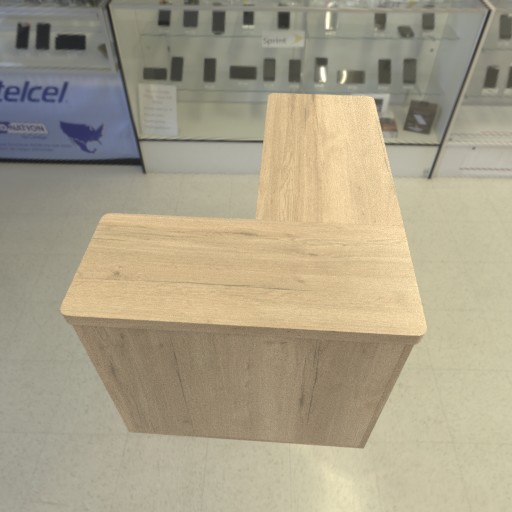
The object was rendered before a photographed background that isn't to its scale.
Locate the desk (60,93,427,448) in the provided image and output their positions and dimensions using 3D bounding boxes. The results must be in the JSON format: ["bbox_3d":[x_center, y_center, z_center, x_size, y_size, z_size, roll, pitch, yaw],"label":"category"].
[{"bbox_3d":[0.000,0.000,1.742,0.900,0.760,1.169,3,47,3],"label":"desk"}]
